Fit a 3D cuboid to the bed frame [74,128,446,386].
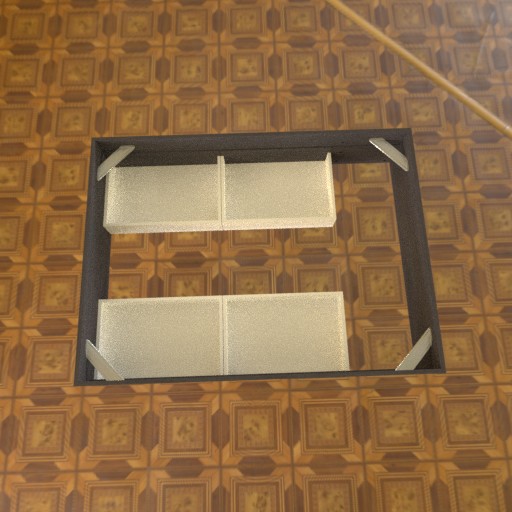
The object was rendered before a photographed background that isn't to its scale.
[{"bbox_3d":[0.000,0.000,2.691,1.944,0.459,1.448,-2,75,-1],"label":"bed frame"}]
